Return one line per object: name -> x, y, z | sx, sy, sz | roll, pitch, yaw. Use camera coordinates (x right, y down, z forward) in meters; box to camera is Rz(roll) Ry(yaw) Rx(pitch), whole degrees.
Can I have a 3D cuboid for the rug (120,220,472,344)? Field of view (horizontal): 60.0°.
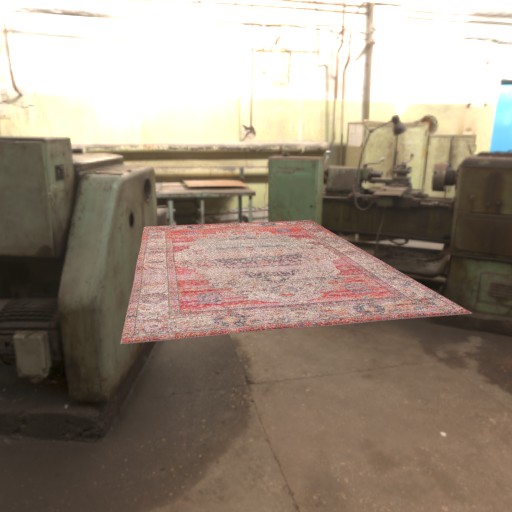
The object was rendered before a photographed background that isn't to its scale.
rug -> 0.000, 0.000, 2.339 | 1.219, 0.006, 1.829 | -3, 16, -11
